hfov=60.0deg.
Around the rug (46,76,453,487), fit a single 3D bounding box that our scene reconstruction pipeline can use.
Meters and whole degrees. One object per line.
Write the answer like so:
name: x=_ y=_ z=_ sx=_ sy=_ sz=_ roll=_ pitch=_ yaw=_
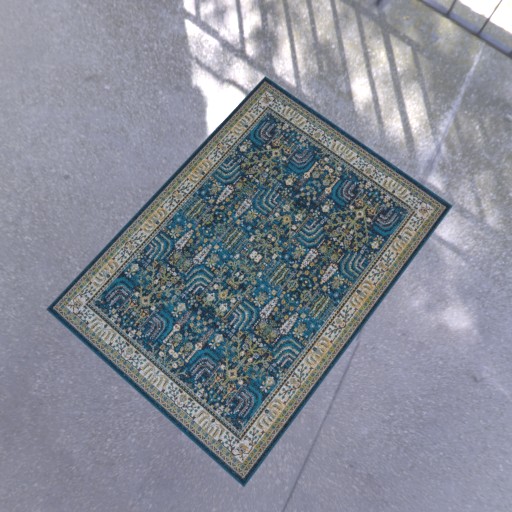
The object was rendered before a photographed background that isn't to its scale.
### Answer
rug: x=0.000 y=0.000 z=3.975 sx=2.226 sy=0.015 sz=3.044 roll=38 pitch=78 yaw=10
